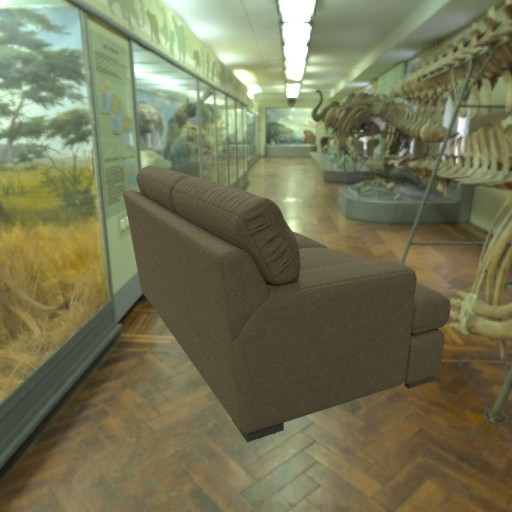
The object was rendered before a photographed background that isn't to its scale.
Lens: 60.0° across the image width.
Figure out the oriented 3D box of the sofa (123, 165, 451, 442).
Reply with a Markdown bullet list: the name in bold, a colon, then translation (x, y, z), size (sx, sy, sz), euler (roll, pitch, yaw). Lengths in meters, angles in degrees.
- **sofa**: translation (0.000, 0.000, 2.551), size (1.140, 0.950, 1.869), euler (-8, 18, -25)
